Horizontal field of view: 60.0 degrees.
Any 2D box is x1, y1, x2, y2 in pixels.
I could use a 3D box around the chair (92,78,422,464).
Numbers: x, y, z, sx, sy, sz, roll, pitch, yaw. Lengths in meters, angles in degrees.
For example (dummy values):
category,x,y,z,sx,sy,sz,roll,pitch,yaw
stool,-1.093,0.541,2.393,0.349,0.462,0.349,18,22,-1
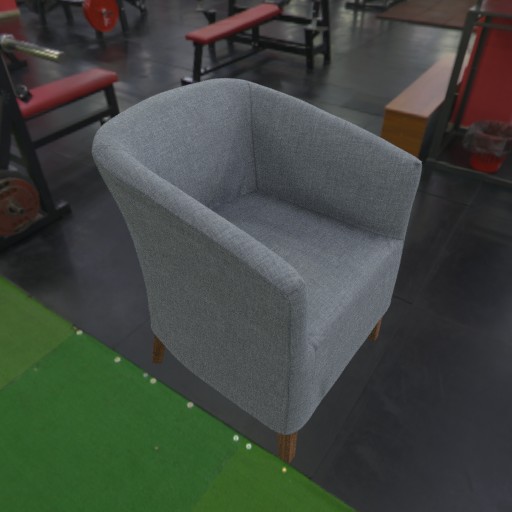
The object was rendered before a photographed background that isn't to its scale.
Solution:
category,x,y,z,sx,sy,sz,roll,pitch,yaw
chair,0.000,0.000,1.252,0.668,0.771,0.600,26,47,27
